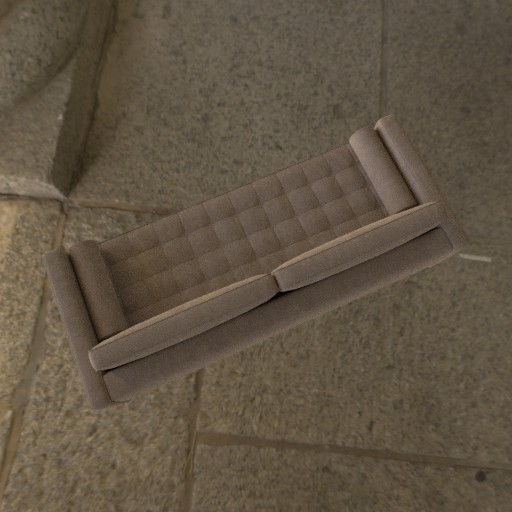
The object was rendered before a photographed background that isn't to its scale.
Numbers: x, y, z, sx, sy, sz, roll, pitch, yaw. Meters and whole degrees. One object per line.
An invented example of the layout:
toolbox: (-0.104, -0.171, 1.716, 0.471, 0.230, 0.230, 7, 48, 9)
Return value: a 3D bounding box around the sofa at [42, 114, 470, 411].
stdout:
sofa: (0.000, 0.000, 2.599, 2.200, 0.770, 0.919, -23, 76, -6)
